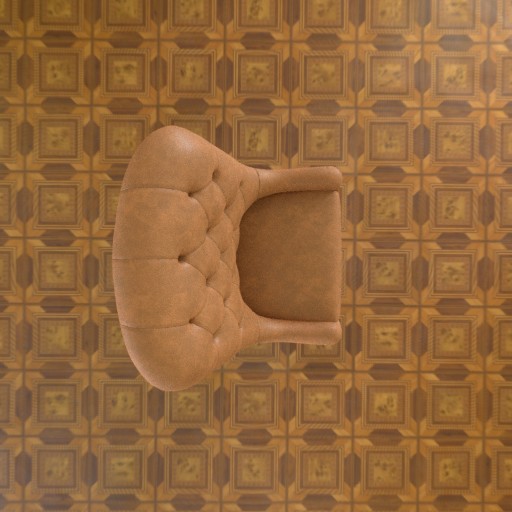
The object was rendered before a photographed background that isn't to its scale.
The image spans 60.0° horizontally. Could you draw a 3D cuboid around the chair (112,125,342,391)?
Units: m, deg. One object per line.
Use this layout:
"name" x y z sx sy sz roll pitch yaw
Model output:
"chair" 0.000 0.000 1.485 0.629 1.091 0.634 0 91 0
